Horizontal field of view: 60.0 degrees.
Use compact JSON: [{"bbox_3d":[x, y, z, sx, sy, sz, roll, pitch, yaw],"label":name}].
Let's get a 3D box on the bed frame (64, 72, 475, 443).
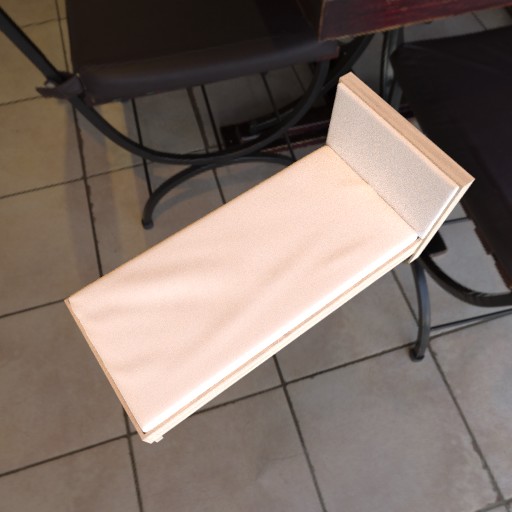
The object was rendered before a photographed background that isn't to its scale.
[{"bbox_3d":[0.000,0.000,2.653,2.140,0.920,0.990,-33,68,-15],"label":"bed frame"}]
